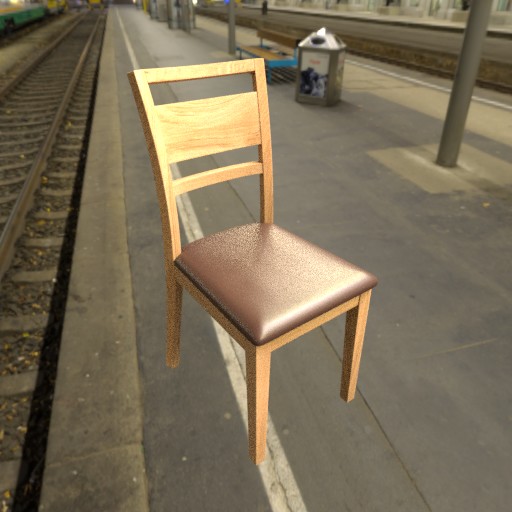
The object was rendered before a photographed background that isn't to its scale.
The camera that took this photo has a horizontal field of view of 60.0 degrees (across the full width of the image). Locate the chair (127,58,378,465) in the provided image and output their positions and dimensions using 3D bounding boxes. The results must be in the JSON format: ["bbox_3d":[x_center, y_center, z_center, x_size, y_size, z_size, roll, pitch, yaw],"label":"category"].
[{"bbox_3d":[0.000,0.000,1.229,0.420,0.940,0.545,-21,37,-31],"label":"chair"}]
